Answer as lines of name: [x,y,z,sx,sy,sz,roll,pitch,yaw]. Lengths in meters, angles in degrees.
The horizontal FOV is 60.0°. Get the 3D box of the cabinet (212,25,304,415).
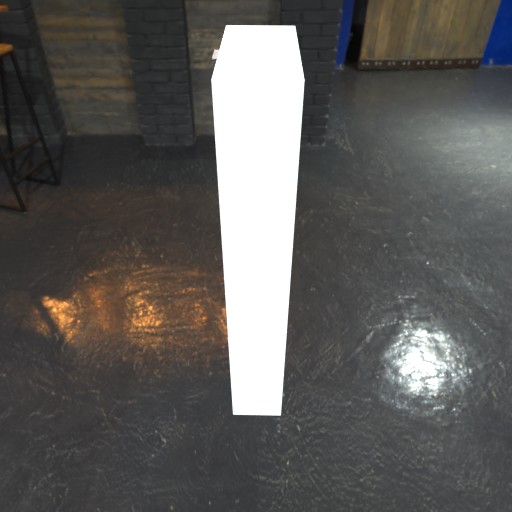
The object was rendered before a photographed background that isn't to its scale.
cabinet: [0.000,0.000,1.850,0.255,1.630,0.520,1,41,1]
